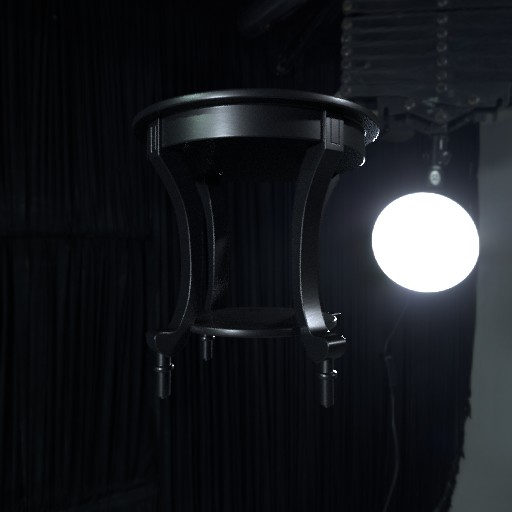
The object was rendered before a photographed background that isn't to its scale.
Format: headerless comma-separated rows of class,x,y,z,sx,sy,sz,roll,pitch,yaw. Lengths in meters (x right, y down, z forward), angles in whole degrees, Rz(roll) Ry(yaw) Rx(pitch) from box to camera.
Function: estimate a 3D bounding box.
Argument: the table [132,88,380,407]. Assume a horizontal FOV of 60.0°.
table,0.000,0.000,1.111,0.597,0.618,0.597,0,0,0
